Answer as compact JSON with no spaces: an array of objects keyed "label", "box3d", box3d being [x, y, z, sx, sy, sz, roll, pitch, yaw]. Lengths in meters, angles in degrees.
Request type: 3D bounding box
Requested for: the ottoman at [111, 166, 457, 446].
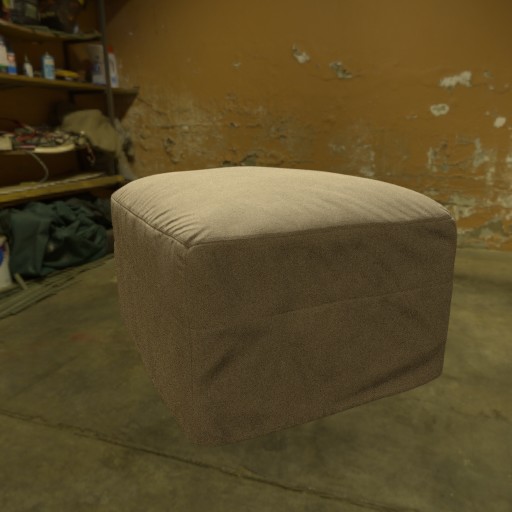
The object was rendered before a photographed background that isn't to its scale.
[{"label":"ottoman","box3d":[0.000,0.000,1.232,0.683,0.481,0.837,-7,17,-25]}]
